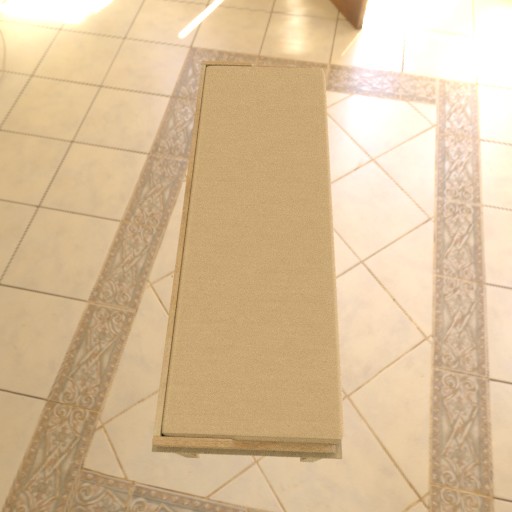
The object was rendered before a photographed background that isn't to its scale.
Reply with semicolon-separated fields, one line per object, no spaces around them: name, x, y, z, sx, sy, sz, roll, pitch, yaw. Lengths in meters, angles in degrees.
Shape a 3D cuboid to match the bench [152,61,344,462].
bench;0.000;0.000;1.363;0.398;0.501;1.140;2;63;1
